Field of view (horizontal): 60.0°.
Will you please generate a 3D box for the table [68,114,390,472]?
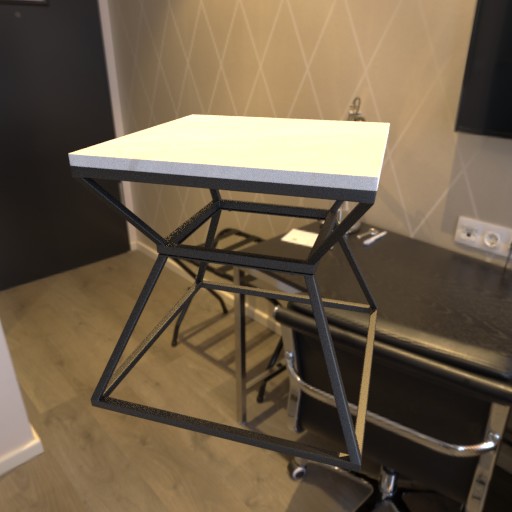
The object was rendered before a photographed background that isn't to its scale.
[{"bbox_3d":[0.000,0.000,0.810,0.455,0.431,0.455,7,26,15],"label":"table"}]
